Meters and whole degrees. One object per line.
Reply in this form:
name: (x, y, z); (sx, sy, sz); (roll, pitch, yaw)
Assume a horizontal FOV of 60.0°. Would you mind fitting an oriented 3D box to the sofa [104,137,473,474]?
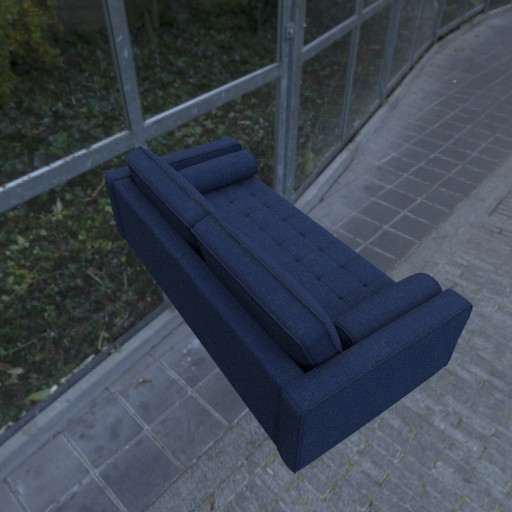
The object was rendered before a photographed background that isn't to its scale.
sofa: (0.000, 0.000, 2.308); (0.914, 0.762, 1.880); (-23, 45, -25)
